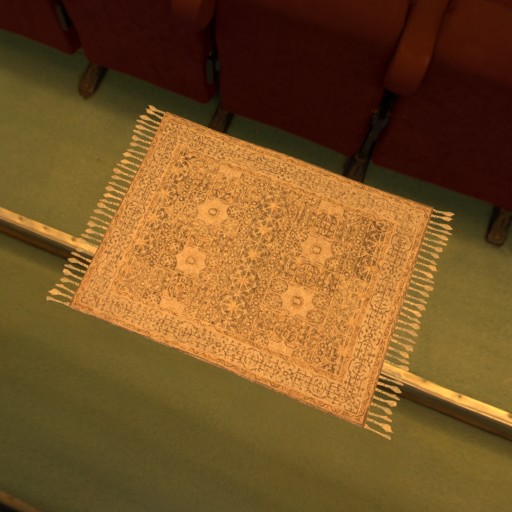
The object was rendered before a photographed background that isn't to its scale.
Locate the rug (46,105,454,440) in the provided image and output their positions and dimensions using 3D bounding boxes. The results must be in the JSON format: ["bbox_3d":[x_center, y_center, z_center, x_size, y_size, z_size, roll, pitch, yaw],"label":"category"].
[{"bbox_3d":[0.000,0.000,3.082,2.465,0.023,1.619,21,77,5],"label":"rug"}]
